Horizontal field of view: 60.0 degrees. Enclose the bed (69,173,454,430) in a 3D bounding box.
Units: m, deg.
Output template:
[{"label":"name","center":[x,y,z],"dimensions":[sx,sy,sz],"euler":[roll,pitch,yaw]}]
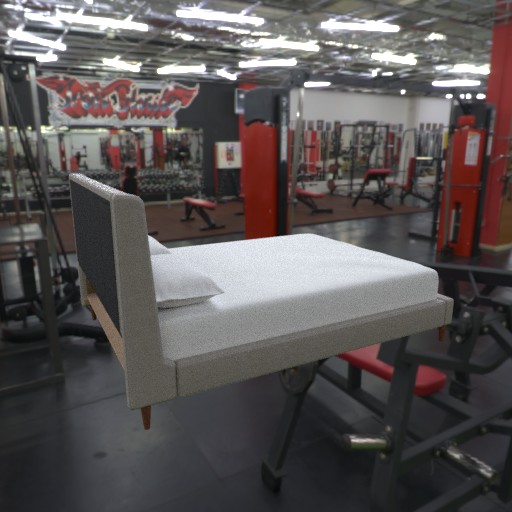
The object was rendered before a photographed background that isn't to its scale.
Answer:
[{"label":"bed","center":[0.000,0.000,3.183],"dimensions":[2.232,1.147,1.656],"euler":[-7,16,-27]}]
